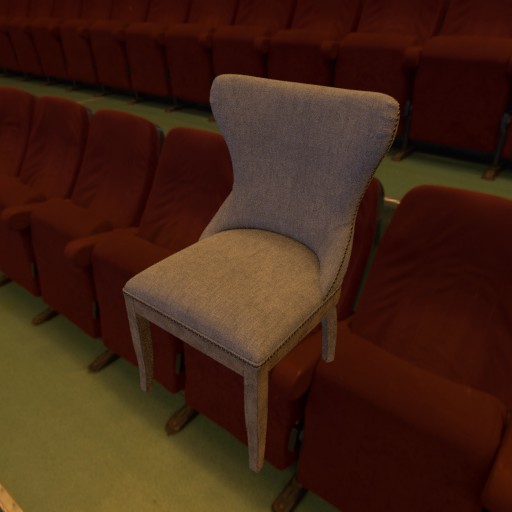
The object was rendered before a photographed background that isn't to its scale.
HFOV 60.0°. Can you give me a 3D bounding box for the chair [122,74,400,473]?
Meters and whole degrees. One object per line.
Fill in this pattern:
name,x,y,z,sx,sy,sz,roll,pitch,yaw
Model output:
chair,0.000,0.000,1.435,0.654,1.002,0.681,22,37,32
